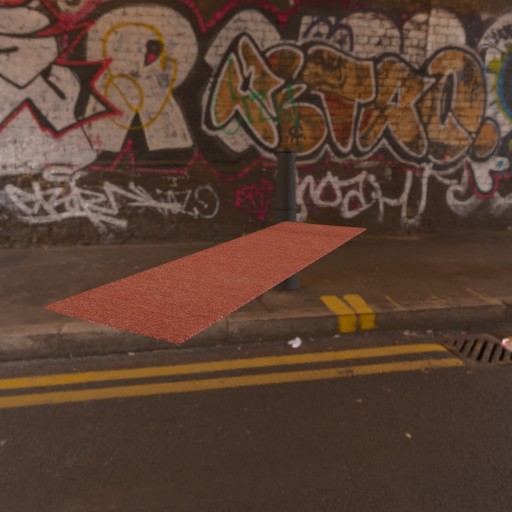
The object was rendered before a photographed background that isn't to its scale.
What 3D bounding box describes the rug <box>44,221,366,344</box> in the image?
[{"bbox_3d":[0.000,0.000,2.587,0.687,0.012,2.307,8,16,28],"label":"rug"}]
